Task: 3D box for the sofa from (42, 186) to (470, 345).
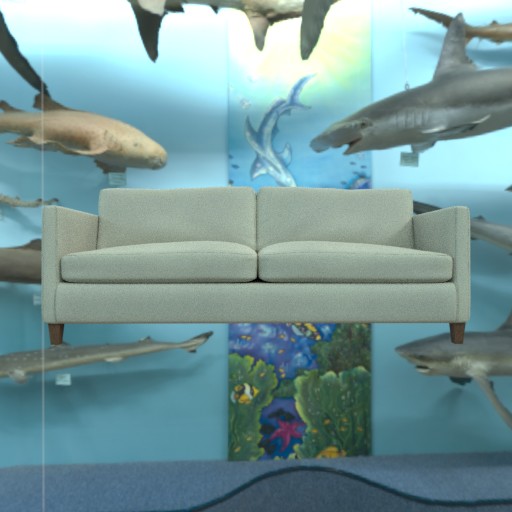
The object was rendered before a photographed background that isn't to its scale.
[{"bbox_3d":[0.000,0.000,2.859,2.361,0.968,0.951,0,0,-1],"label":"sofa"}]
